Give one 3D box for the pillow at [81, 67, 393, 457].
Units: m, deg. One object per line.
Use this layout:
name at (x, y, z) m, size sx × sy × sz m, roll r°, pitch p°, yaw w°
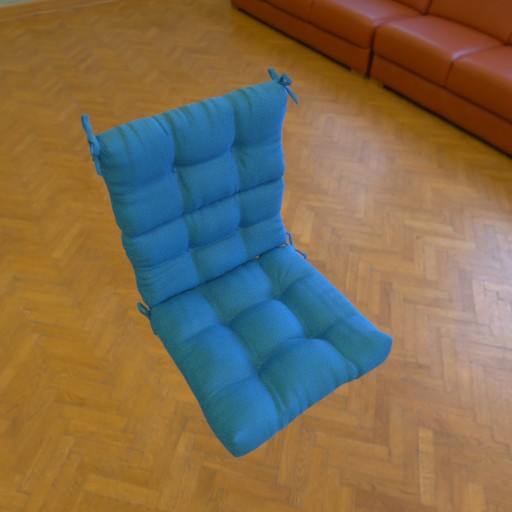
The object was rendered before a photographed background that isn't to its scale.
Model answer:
pillow at (0.000, 0.000, 1.019) m, size 0.519 × 0.605 × 0.571 m, roll -25°, pitch 51°, yaw -22°
